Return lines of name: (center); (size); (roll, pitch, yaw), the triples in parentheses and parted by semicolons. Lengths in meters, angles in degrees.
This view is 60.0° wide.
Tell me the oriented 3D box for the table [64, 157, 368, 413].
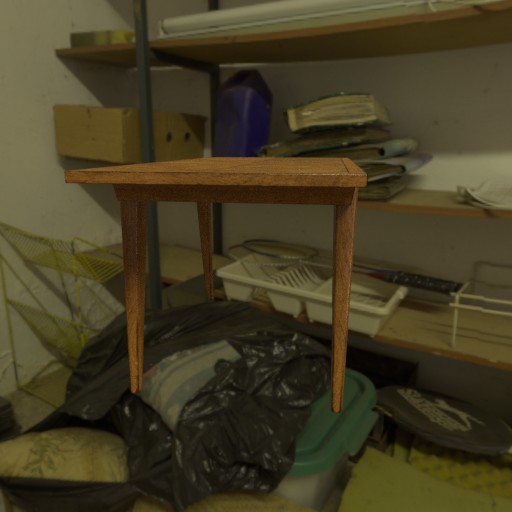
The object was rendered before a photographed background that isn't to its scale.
table: (0.000, 0.000, 1.834); (0.757, 0.760, 1.400); (2, 14, 9)
